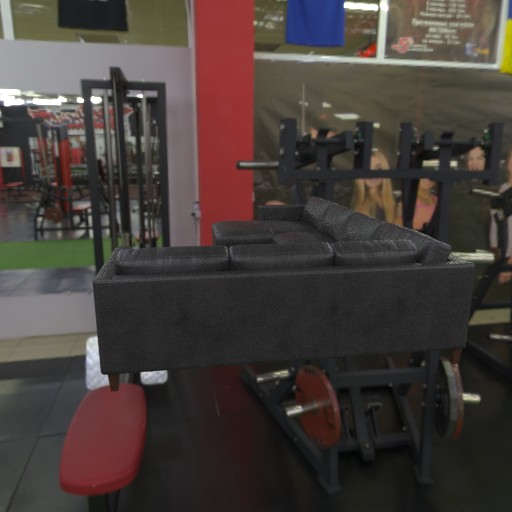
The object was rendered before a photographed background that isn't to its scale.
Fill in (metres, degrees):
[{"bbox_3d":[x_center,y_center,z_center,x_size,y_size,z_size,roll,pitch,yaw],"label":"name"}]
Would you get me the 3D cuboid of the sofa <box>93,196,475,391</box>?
[{"bbox_3d":[0.000,0.000,4.415,2.452,0.891,3.324,-2,14,-9],"label":"sofa"}]
